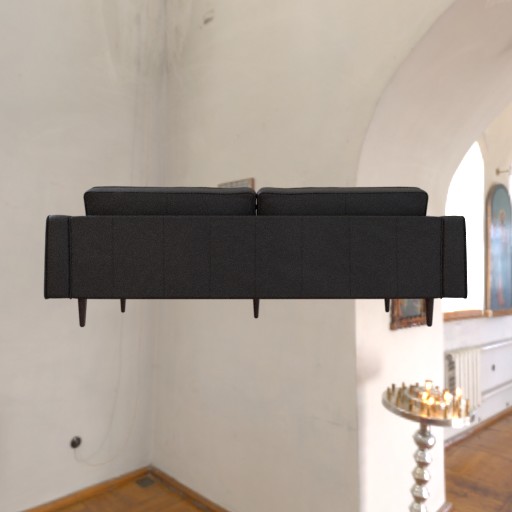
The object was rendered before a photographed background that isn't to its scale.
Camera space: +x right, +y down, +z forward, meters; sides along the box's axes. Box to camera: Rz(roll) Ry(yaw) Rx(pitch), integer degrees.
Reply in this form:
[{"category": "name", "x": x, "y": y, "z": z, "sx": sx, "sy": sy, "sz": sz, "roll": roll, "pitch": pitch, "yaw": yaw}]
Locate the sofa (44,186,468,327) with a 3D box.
[{"category": "sofa", "x": 0.000, "y": 0.000, "z": 2.708, "sx": 2.210, "sy": 0.762, "sz": 0.914, "roll": 0, "pitch": -1, "yaw": 0}]
